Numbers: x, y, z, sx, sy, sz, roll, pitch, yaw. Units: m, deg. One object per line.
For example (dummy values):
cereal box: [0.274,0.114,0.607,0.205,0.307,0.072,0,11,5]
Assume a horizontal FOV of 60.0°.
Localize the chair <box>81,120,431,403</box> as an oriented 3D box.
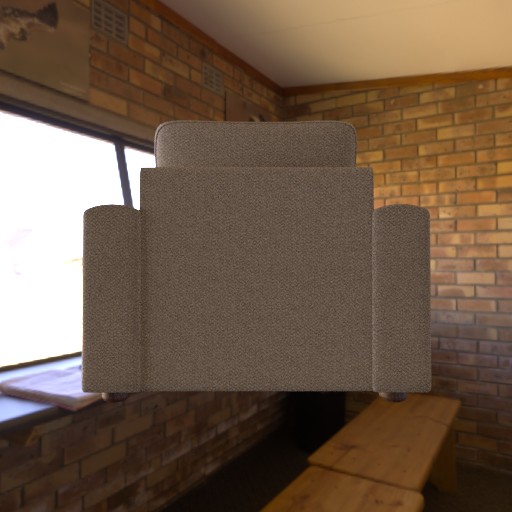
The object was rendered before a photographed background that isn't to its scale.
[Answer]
chair: [0.000,0.000,1.768,1.005,0.873,1.016,0,-1,0]
